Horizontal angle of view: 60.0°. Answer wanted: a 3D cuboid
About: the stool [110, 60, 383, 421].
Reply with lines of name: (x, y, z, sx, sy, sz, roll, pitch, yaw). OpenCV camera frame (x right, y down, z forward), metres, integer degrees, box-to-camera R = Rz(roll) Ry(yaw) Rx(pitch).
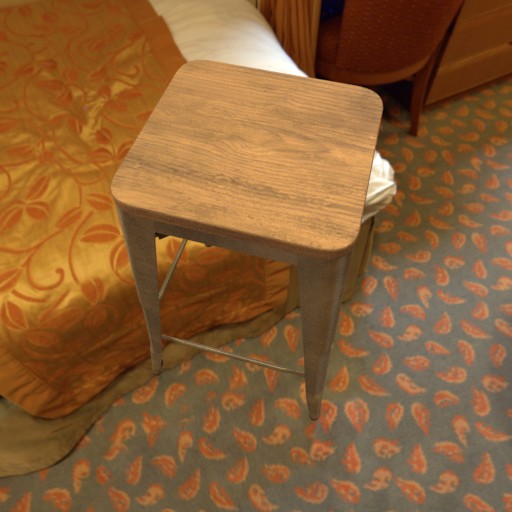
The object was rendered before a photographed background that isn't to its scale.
stool: (0.000, 0.000, 0.876, 0.407, 0.607, 0.407, 13, 59, 8)
